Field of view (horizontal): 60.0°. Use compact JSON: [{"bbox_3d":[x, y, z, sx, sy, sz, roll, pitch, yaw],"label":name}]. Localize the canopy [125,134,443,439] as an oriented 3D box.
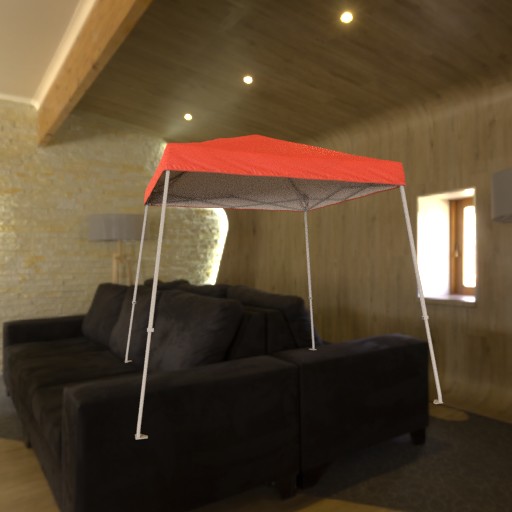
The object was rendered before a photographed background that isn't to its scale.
[{"bbox_3d":[0.000,0.000,5.185,2.849,2.850,2.850,0,-1,-18],"label":"canopy"}]
